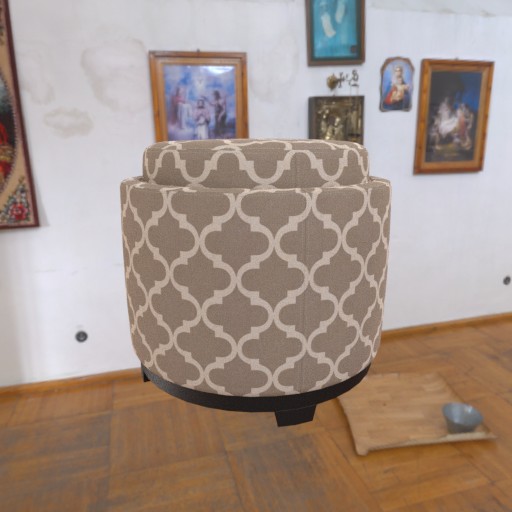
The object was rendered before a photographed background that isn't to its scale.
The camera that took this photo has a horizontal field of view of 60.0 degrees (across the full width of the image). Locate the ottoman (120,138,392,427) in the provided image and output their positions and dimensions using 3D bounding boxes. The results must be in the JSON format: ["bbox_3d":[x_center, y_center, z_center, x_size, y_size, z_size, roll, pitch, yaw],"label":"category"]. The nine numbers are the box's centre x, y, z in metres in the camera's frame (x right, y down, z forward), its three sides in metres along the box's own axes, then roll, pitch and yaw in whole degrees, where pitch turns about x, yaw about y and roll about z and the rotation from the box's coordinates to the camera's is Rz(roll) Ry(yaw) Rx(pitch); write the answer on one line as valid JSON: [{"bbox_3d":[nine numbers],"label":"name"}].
[{"bbox_3d":[0.000,0.000,0.839,0.480,0.429,0.480,0,14,0],"label":"ottoman"}]
